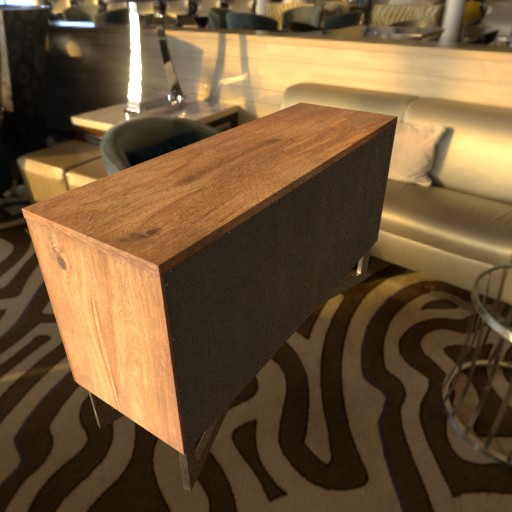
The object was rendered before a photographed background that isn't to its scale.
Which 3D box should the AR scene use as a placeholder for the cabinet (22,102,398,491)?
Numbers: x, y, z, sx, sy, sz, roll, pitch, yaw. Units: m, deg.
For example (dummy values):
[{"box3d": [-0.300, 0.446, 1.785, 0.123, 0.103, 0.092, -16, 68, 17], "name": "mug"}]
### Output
[{"box3d": [0.000, 0.000, 1.659, 0.480, 0.812, 1.373, 19, 36, 29], "name": "cabinet"}]
